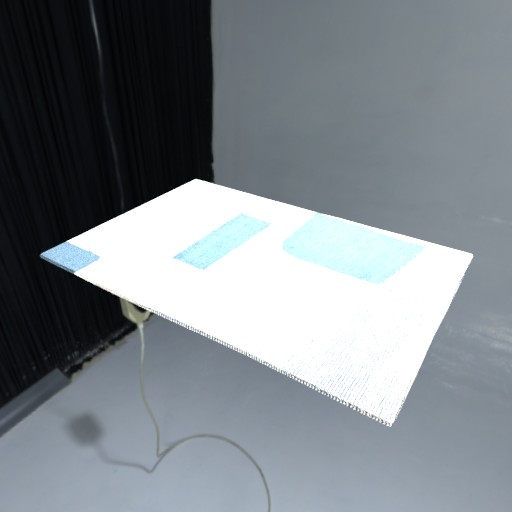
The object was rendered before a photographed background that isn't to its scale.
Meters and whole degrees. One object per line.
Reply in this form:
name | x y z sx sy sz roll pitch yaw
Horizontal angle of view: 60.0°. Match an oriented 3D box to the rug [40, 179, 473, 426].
rug | 0.000 0.000 2.264 1.847 0.020 1.238 19 37 28
